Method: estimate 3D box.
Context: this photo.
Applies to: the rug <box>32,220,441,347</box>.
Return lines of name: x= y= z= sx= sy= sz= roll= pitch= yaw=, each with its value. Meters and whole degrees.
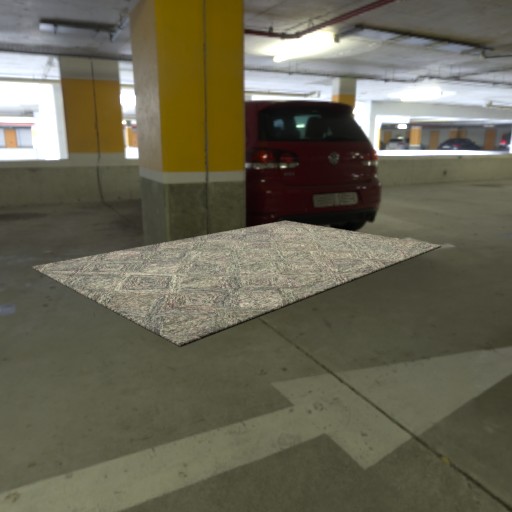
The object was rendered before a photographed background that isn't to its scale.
rug: x=0.000 y=0.000 z=2.932 sx=1.501 sy=0.017 sz=2.298 roll=14 pitch=20 yaw=43
